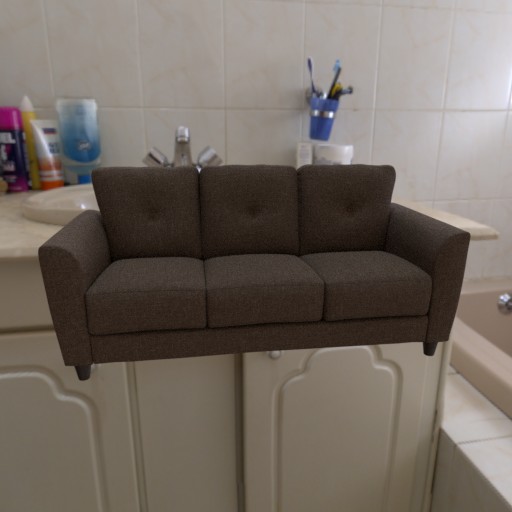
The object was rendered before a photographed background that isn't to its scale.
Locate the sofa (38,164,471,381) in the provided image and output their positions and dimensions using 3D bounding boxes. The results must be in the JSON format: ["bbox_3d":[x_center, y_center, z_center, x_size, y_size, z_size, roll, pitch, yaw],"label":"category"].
[{"bbox_3d":[0.000,0.000,2.285,1.847,0.891,0.837,-2,16,-7],"label":"sofa"}]
